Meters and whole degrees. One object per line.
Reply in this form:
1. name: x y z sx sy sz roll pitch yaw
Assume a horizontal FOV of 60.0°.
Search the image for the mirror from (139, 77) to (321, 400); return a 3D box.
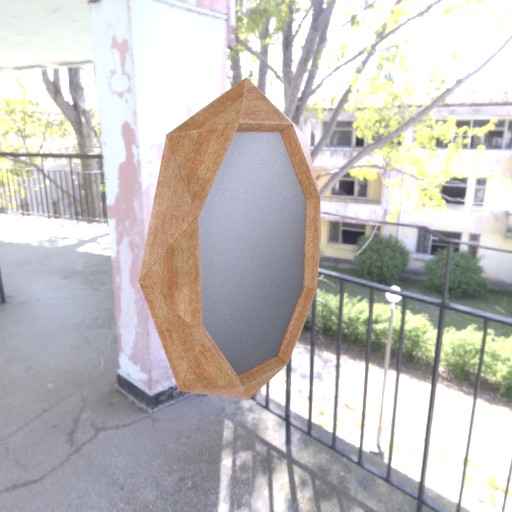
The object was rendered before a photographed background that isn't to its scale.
1. mirror: 0.000 0.000 1.019 0.070 0.774 0.577 14 20 43
